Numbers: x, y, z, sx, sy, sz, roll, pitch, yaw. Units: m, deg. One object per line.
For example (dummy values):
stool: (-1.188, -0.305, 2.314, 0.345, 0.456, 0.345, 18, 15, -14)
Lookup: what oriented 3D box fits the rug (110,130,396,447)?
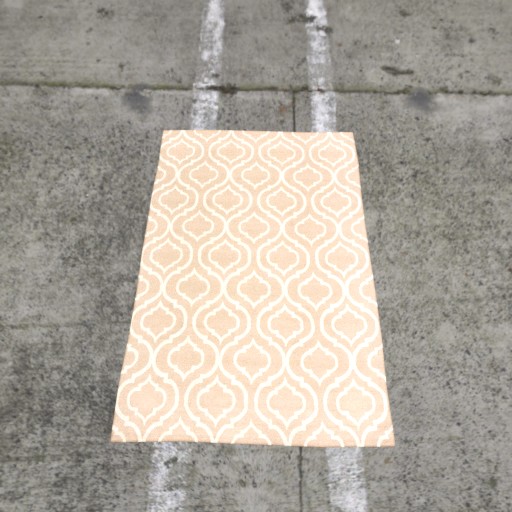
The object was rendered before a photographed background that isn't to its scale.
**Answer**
rug: (0.000, 0.000, 2.215, 1.152, 0.013, 1.761, 1, 59, 0)
